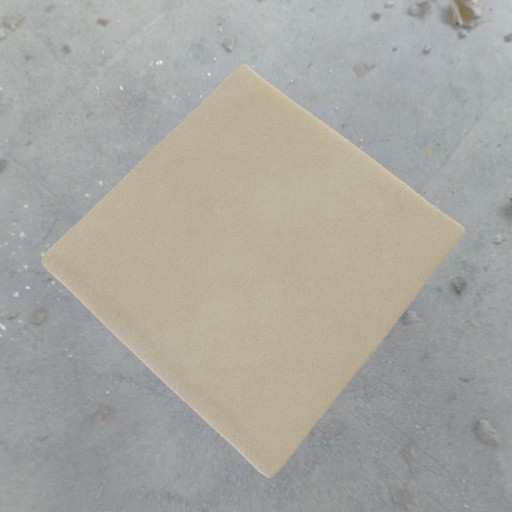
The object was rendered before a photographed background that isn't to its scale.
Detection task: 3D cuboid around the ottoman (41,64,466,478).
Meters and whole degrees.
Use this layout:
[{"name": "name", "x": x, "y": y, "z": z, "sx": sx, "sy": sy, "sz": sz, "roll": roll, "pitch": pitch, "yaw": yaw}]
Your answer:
[{"name": "ottoman", "x": 0.000, "y": 0.000, "z": 1.853, "sx": 1.190, "sy": 0.522, "sz": 1.205, "roll": 40, "pitch": 78, "yaw": 10}]
